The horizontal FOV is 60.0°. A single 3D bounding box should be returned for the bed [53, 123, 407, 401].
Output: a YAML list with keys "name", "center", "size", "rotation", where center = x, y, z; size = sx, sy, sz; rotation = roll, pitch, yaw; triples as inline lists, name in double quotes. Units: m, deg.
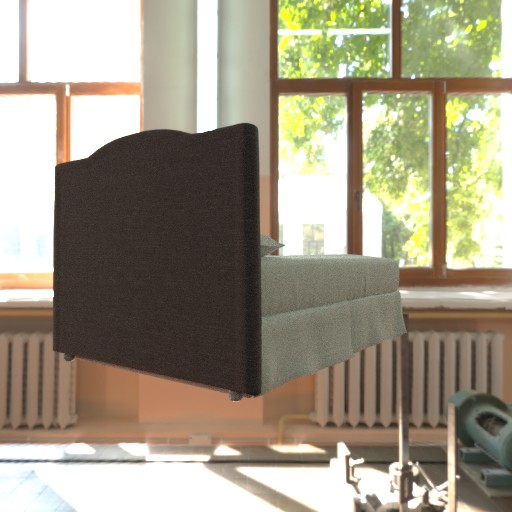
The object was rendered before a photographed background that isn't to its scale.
- name: "bed"
  center: [0.000, 0.000, 3.598]
  size: [1.741, 1.441, 2.507]
  rotation: [0, 0, 36]
